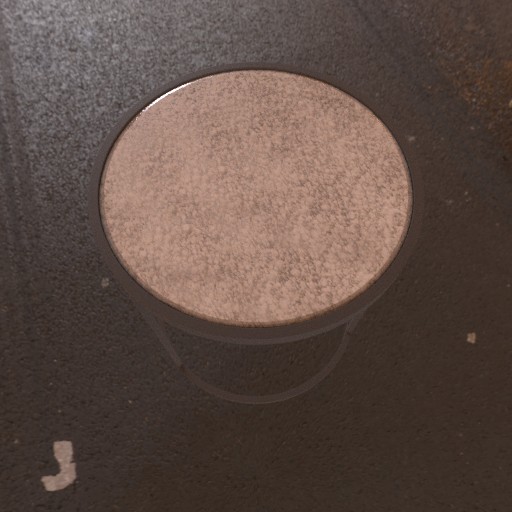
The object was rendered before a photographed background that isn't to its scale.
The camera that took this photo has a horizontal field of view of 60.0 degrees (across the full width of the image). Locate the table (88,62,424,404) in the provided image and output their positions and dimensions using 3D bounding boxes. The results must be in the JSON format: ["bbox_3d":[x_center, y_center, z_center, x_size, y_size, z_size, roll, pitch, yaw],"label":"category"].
[{"bbox_3d":[0.000,0.000,0.849,0.470,0.498,0.470,0,63,0],"label":"table"}]
